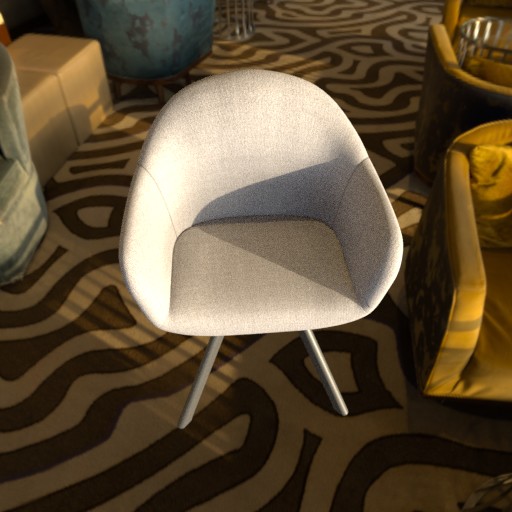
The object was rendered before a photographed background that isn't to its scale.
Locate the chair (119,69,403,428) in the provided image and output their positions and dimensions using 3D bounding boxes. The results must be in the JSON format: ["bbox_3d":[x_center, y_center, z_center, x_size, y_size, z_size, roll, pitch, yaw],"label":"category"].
[{"bbox_3d":[0.000,0.000,1.182,0.590,0.795,0.550,-3,45,-3],"label":"chair"}]
